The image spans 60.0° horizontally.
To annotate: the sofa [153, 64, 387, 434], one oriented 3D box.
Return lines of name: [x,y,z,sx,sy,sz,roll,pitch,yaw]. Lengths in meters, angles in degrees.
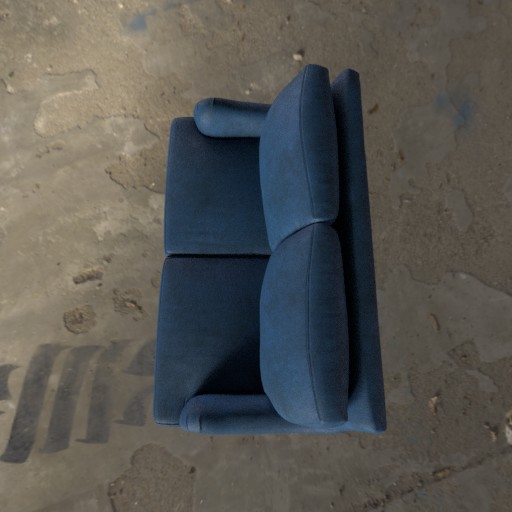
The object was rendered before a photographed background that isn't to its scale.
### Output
sofa: [0.000,0.000,2.496,1.084,1.101,1.853,0,74,0]
